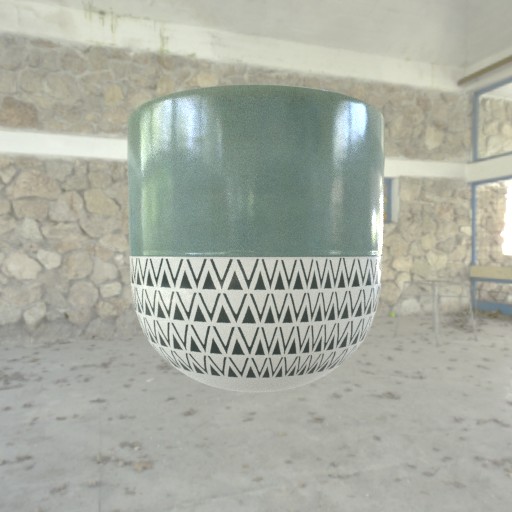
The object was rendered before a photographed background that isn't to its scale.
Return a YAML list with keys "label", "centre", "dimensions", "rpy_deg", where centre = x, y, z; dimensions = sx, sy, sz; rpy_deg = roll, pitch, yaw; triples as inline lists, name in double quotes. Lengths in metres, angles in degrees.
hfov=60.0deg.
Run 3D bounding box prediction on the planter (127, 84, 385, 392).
- label: "planter"
  centre: [0.000, 0.000, 0.477]
  dimensions: [0.266, 0.270, 0.266]
  rpy_deg: [0, 0, 0]
